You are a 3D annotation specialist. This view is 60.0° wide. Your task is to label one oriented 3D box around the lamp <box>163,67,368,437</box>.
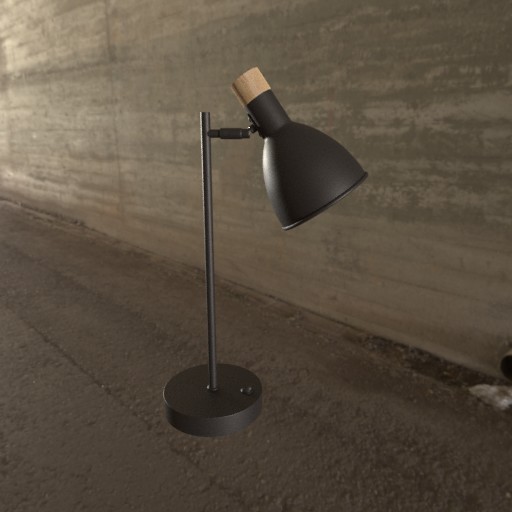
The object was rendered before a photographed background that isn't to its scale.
[{"bbox_3d":[0.000,0.000,0.611,0.287,0.483,0.152,2,16,9],"label":"lamp"}]
